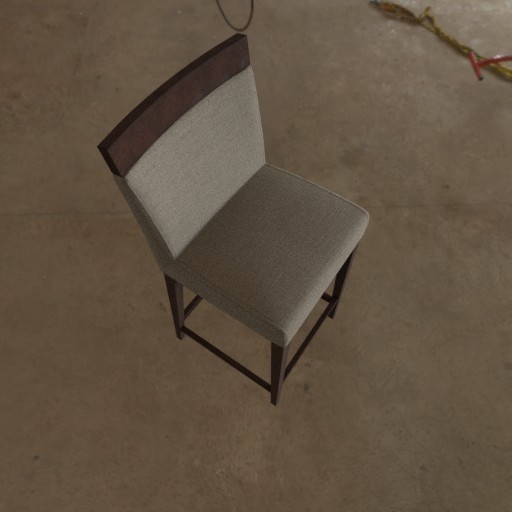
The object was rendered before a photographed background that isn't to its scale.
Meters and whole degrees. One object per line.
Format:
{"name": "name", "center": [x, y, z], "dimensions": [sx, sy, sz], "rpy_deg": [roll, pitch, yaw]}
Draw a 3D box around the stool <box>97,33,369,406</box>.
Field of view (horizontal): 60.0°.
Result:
{"name": "stool", "center": [0.000, 0.000, 1.445], "dimensions": [0.531, 1.117, 0.511], "rpy_deg": [30, 63, 18]}
